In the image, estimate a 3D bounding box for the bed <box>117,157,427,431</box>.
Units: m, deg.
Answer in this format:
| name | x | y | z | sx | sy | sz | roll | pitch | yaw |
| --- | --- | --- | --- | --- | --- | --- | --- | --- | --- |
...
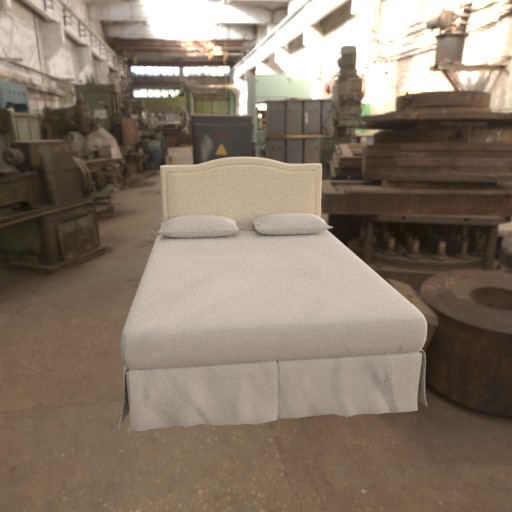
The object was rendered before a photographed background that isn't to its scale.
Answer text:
| name | x | y | z | sx | sy | sz | roll | pitch | yaw |
| --- | --- | --- | --- | --- | --- | --- | --- | --- | --- |
| bed | 0.000 | 0.000 | 3.707 | 1.977 | 1.437 | 2.477 | -2 | 17 | -7 |
